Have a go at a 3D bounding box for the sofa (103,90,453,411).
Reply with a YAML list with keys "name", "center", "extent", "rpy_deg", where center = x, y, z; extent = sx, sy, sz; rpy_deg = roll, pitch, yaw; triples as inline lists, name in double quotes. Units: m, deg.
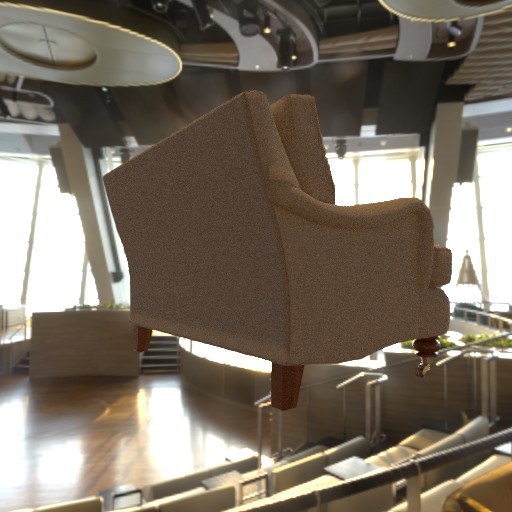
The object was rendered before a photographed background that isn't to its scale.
- name: "sofa"
  center: [0.000, 0.000, 2.172]
  extent: [1.087, 1.048, 1.508]
  rpy_deg: [1, -3, -35]
